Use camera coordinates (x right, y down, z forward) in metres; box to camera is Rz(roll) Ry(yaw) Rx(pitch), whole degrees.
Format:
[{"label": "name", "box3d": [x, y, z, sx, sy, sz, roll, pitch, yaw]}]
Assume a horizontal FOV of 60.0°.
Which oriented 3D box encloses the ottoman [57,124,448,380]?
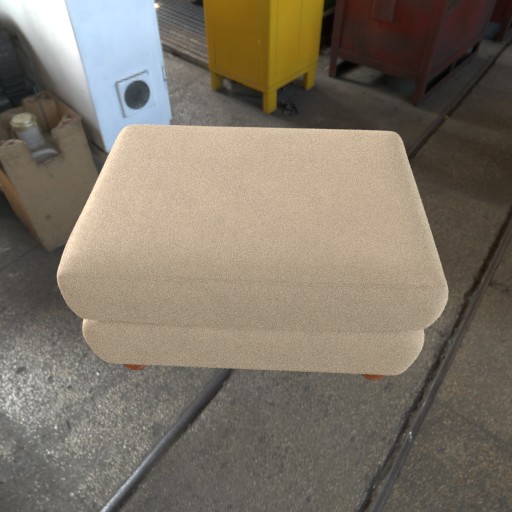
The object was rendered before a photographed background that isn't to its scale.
[{"label": "ottoman", "box3d": [0.000, 0.000, 1.157, 0.773, 0.504, 0.569, 2, 47, 2]}]
